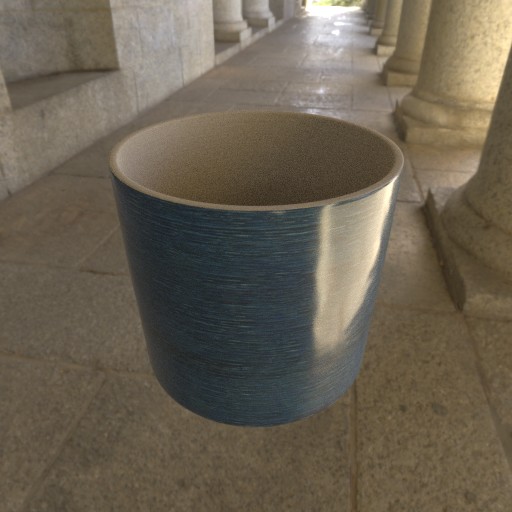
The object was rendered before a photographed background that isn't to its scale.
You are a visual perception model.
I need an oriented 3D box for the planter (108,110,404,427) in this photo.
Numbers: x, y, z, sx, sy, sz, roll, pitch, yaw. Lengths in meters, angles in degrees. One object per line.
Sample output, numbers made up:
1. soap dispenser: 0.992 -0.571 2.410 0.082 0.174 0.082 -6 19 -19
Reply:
1. planter: 0.000 0.000 0.398 0.221 0.201 0.221 0 32 0
